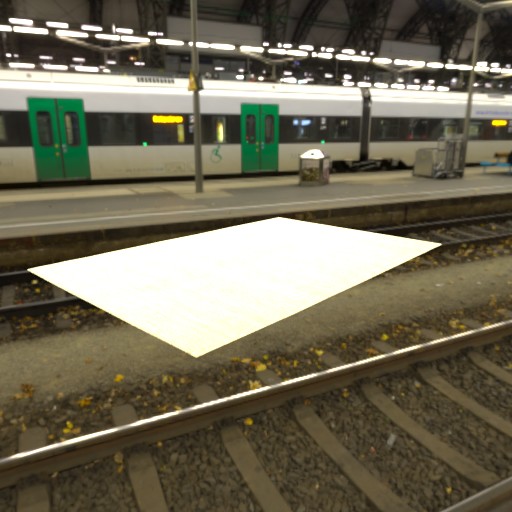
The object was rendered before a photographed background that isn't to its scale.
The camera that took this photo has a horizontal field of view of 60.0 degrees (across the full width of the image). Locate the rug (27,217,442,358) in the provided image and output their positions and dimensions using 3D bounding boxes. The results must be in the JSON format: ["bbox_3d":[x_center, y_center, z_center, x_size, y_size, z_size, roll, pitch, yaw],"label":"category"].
[{"bbox_3d":[0.000,0.000,2.350,1.250,0.015,1.850,14,21,41],"label":"rug"}]
